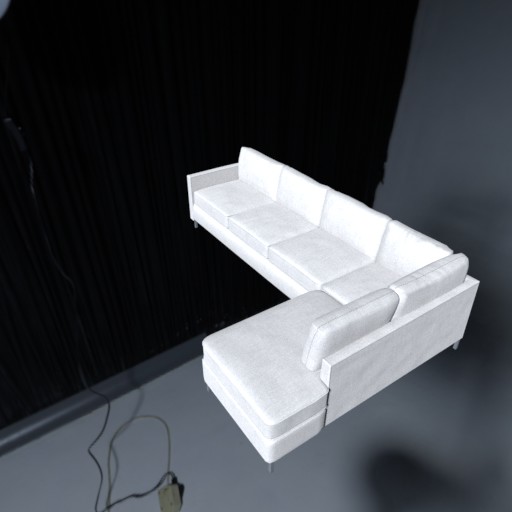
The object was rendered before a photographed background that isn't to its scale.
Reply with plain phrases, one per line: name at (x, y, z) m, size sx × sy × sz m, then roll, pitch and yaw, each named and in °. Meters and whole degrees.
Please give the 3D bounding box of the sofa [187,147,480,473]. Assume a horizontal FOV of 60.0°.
sofa at (0.000, 0.000, 4.275) m, size 2.077 × 0.964 × 3.331 m, roll -20°, pitch 38°, yaw -28°
